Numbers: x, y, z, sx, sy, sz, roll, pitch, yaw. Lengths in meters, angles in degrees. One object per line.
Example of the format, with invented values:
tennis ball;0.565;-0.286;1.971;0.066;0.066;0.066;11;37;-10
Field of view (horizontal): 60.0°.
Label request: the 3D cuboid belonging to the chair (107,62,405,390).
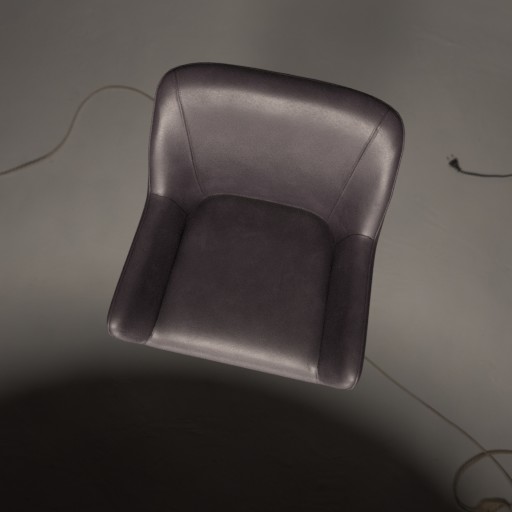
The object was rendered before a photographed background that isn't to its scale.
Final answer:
chair;0.000;0.000;1.246;0.610;0.828;0.610;12;77;3
